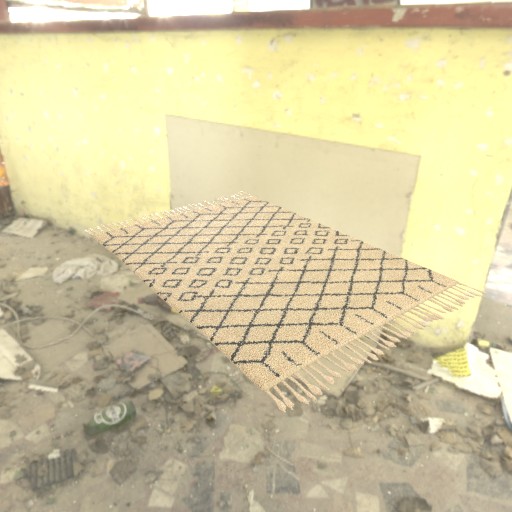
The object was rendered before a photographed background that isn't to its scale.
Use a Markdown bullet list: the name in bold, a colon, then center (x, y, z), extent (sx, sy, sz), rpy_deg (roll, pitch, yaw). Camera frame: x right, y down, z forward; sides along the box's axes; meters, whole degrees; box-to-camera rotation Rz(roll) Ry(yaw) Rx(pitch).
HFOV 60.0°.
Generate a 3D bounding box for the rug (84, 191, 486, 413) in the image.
- **rug**: center (0.000, 0.000, 3.234), extent (1.664, 0.029, 2.615), rpy_deg (-19, 32, -33)
